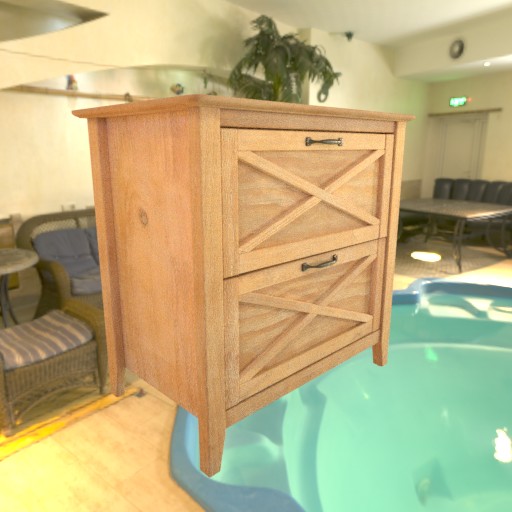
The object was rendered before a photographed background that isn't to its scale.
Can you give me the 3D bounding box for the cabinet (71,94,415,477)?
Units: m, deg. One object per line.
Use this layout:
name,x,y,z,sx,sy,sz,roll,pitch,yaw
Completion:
cabinet,0.000,0.000,1.240,0.763,0.762,0.503,-13,19,-43
